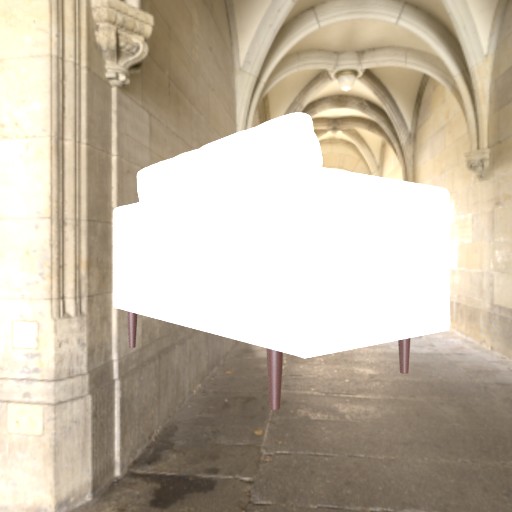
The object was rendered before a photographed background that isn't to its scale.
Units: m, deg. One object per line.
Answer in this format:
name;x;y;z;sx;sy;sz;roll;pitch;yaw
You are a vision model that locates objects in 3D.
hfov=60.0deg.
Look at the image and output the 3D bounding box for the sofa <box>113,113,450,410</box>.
sofa;0.000;0.000;1.979;0.796;0.908;1.430;0;0;-37
